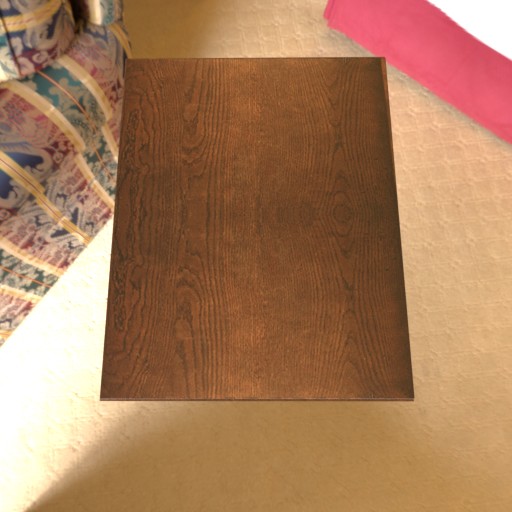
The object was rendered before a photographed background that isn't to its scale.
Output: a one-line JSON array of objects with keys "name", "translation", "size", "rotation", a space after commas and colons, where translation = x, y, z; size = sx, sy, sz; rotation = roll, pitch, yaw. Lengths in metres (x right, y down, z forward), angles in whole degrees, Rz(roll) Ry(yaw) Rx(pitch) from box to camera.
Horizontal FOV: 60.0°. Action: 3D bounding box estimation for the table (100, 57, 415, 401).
[{"name": "table", "translation": [0.000, 0.000, 1.004], "size": [0.461, 0.597, 0.586], "rotation": [0, 76, 0]}]
